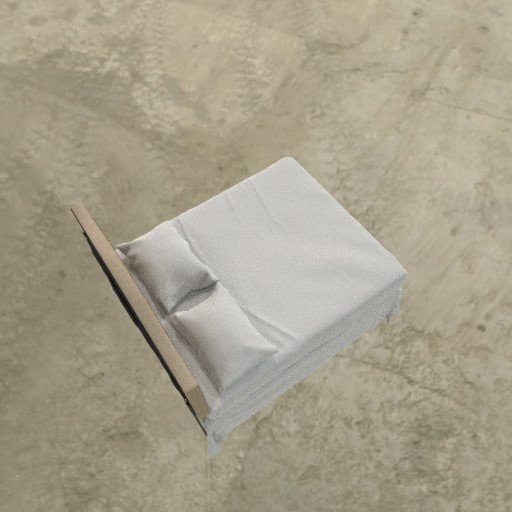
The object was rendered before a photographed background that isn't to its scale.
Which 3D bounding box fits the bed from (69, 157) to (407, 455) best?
[{"bbox_3d":[0.000,0.000,3.574,2.221,1.645,1.876,-31,64,-17],"label":"bed"}]
